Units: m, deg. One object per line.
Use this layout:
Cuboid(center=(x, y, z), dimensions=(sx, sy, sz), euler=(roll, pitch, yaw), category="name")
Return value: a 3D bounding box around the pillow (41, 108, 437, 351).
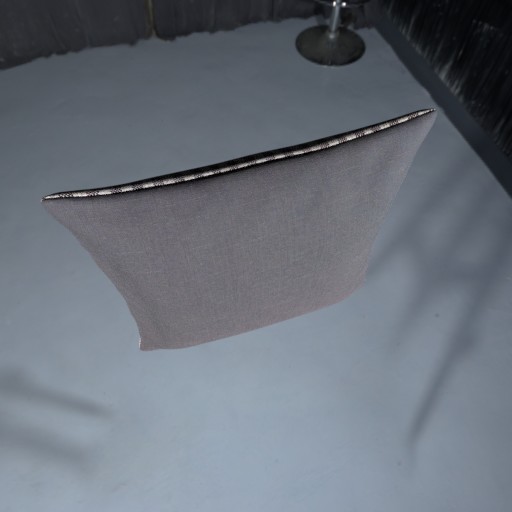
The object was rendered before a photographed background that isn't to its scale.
Cuboid(center=(0.000, 0.000, 0.765), dimensions=(0.523, 0.506, 0.166), euler=(-15, 59, -9), category="pillow")
